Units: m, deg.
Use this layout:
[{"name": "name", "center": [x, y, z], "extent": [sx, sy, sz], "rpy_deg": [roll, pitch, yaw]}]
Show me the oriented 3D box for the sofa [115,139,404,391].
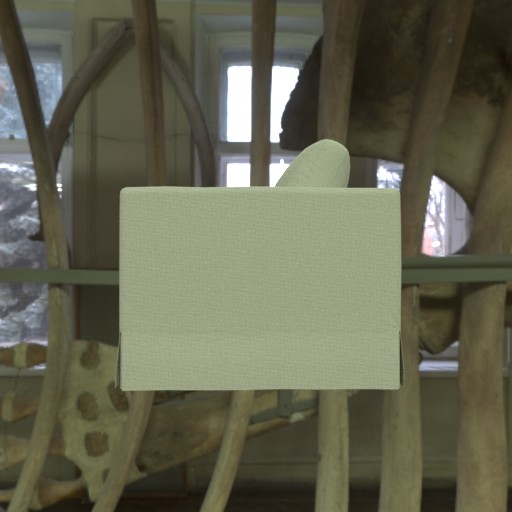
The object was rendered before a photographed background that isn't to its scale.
[{"name": "sofa", "center": [0.000, 0.000, 2.422], "extent": [1.009, 0.932, 1.813], "rpy_deg": [0, 0, -1]}]
